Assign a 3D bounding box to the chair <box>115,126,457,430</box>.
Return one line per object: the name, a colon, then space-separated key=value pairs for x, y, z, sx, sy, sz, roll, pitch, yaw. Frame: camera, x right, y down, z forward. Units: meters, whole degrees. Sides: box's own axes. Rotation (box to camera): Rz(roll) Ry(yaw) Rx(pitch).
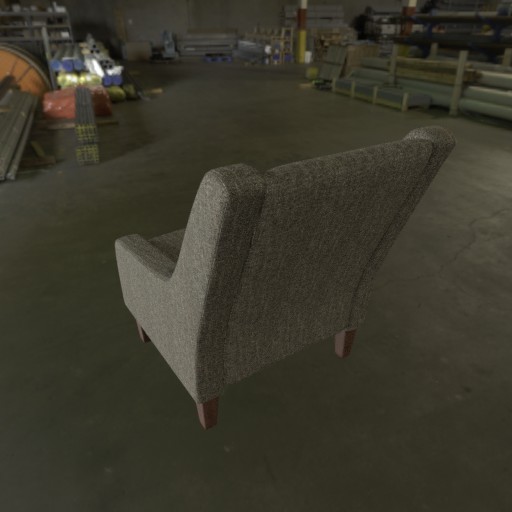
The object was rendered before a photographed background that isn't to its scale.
chair: x=0.000 y=0.000 z=1.653 sx=0.793 sy=1.012 sz=0.944 roll=-18 pitch=33 yaw=-30
